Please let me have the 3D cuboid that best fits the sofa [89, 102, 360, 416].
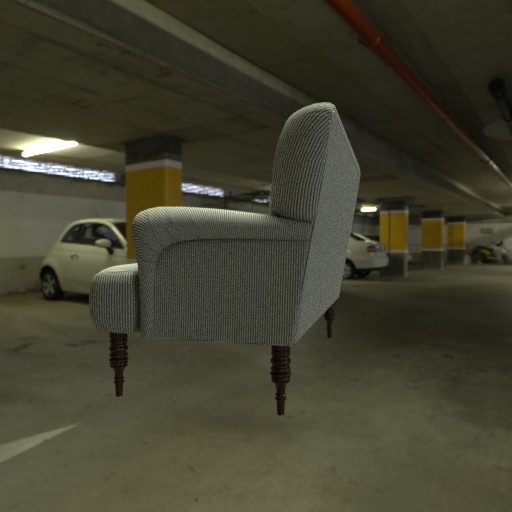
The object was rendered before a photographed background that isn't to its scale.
[{"bbox_3d":[0.000,0.000,1.855,0.779,0.889,1.297,0,2,17],"label":"sofa"}]
